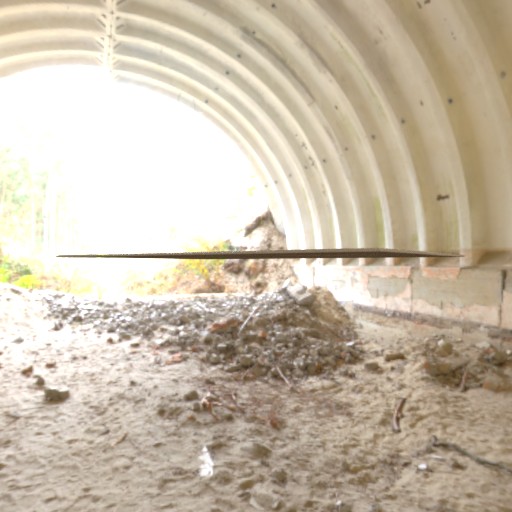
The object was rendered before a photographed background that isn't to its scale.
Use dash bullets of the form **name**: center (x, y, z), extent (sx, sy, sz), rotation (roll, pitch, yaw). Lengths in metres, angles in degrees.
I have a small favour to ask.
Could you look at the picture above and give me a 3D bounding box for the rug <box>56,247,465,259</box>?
- **rug**: center (0.000, 0.000, 3.562), extent (2.746, 0.018, 1.819), rotation (-1, -1, 36)
